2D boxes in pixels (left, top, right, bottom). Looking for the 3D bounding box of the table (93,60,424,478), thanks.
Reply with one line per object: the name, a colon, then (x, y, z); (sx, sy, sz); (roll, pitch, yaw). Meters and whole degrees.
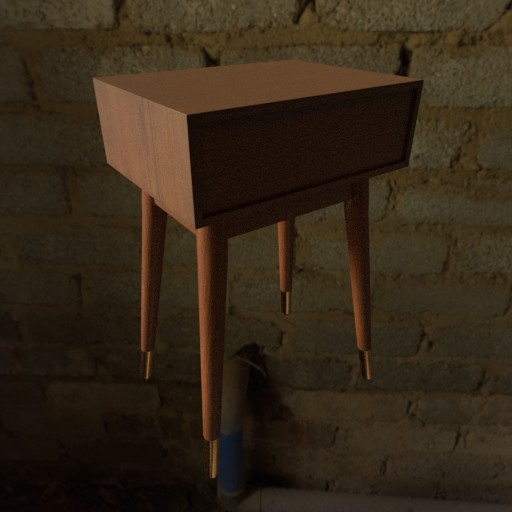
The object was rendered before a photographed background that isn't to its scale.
table: (0.000, 0.000, 0.797); (0.406, 0.599, 0.300); (-20, 36, -30)
